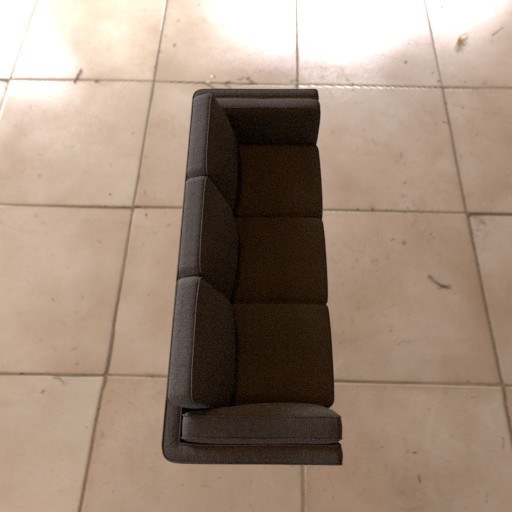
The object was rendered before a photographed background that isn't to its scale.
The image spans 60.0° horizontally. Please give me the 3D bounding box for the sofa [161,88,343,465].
[{"bbox_3d":[0.000,0.000,2.777,0.903,0.899,2.362,0,65,0],"label":"sofa"}]
